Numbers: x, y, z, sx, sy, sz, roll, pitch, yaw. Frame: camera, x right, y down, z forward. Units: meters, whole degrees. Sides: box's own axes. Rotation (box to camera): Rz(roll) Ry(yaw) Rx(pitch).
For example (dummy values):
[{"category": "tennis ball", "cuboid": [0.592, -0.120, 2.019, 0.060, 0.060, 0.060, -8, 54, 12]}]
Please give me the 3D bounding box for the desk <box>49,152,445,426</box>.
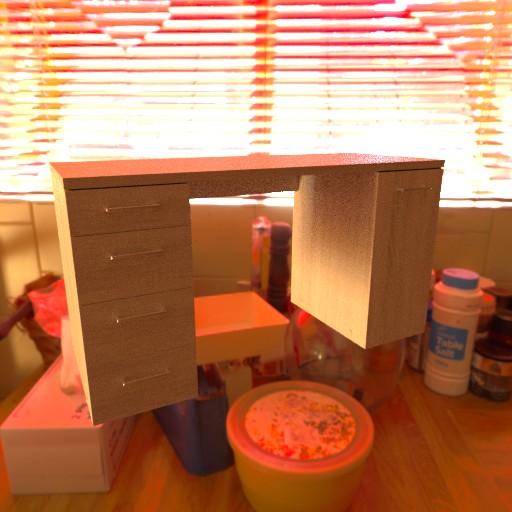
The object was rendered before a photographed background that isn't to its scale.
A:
[{"category": "desk", "cuboid": [0.000, 0.000, 1.763, 1.390, 0.740, 0.600, -8, 18, -26]}]
